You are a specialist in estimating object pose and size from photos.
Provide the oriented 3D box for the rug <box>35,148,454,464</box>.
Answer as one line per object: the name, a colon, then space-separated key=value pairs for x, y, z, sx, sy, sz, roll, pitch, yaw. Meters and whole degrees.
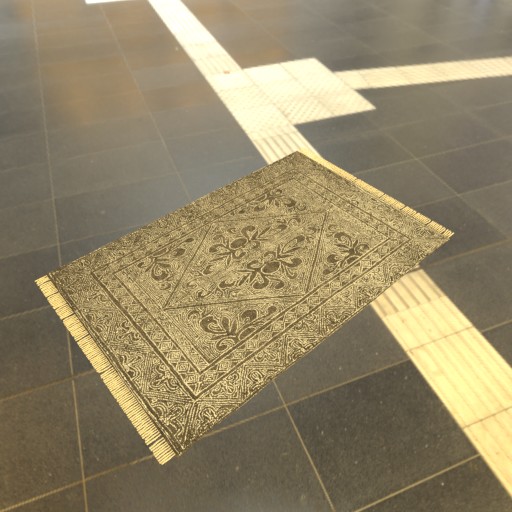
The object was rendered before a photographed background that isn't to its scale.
rug: x=0.000 y=0.000 z=2.996 sx=2.440 sy=0.010 sz=1.529 roll=-31 pitch=53 yaw=-28
